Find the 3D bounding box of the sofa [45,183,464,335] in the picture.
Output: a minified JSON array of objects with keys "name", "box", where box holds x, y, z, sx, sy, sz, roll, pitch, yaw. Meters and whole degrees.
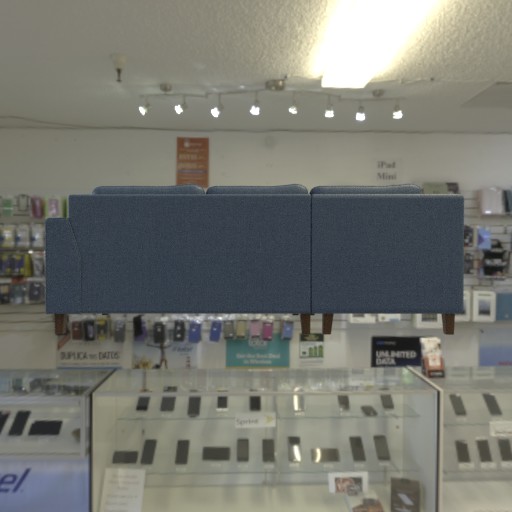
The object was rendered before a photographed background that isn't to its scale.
[{"name":"sofa","box":[0.000,0.000,3.148,2.120,0.787,1.829,0,1,0]}]
